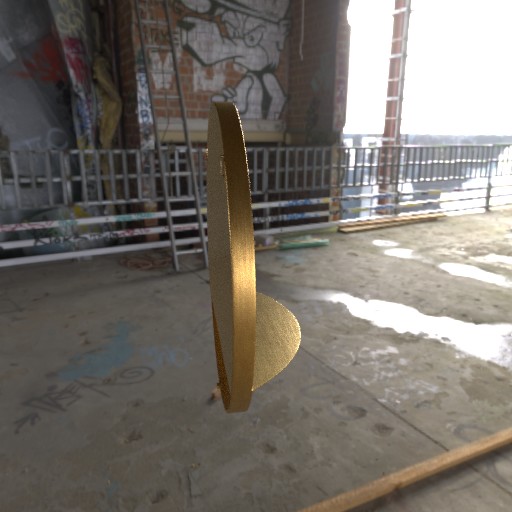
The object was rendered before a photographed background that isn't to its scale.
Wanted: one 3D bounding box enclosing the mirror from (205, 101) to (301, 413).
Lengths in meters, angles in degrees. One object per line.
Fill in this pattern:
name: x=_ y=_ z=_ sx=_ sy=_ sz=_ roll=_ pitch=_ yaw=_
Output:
mirror: x=0.000 y=0.000 z=0.697 sx=0.133 sy=0.457 sz=0.457 roll=-3 pitch=16 yaw=-9
